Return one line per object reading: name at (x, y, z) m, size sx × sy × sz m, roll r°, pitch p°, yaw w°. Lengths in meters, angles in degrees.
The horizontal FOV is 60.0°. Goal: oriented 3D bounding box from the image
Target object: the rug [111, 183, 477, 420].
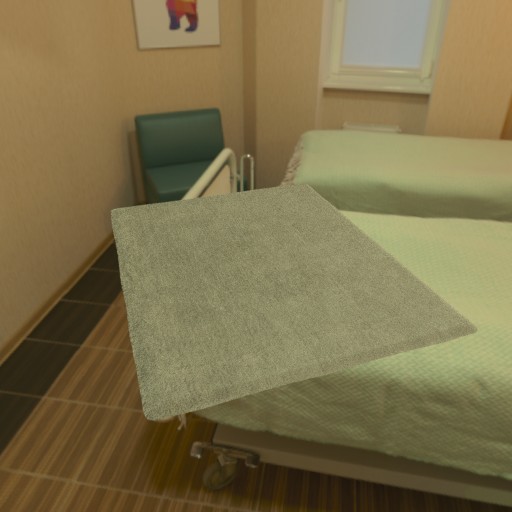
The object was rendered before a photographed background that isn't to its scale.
rug at (0.000, 0.000, 3.938) m, size 2.332 × 0.027 × 2.933 m, roll -10°, pitch 33°, yaw -16°
